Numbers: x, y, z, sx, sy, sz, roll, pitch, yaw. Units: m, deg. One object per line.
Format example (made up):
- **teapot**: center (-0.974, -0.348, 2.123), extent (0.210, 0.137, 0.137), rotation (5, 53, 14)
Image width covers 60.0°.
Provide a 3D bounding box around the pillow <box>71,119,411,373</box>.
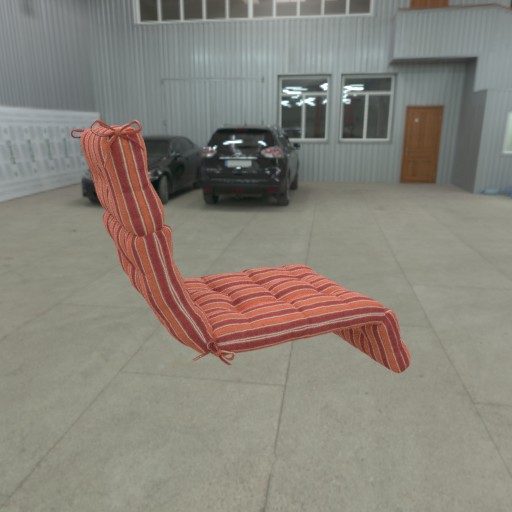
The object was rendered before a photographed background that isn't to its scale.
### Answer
- **pillow**: center (0.000, 0.000, 1.462), extent (1.016, 0.863, 0.526), rotation (-8, 18, -25)
